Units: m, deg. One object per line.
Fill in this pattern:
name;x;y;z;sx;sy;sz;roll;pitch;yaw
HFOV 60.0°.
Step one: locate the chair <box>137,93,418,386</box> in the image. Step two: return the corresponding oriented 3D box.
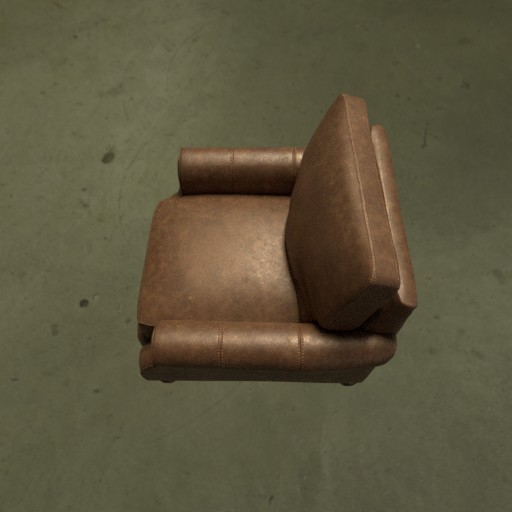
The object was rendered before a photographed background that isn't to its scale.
chair;0.000;0.000;1.800;1.002;0.976;0.996;1;59;1
